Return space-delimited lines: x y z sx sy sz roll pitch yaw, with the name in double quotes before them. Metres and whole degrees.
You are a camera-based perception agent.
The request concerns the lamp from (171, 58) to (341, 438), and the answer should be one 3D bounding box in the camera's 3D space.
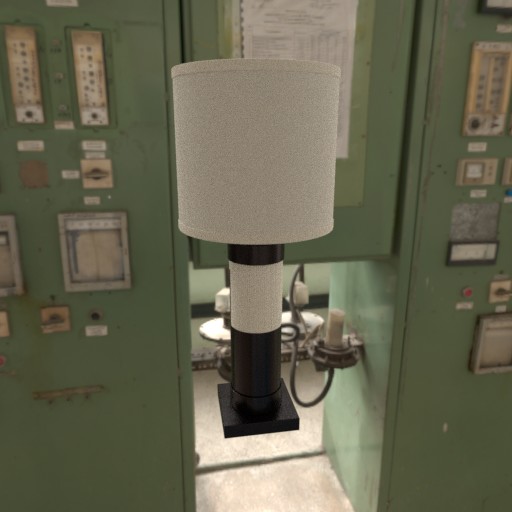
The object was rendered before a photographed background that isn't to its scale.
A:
"lamp" 0.000 0.000 0.626 0.211 0.509 0.211 -3 17 -9
